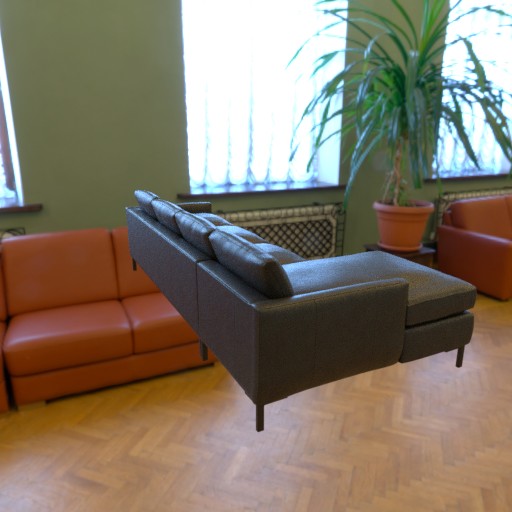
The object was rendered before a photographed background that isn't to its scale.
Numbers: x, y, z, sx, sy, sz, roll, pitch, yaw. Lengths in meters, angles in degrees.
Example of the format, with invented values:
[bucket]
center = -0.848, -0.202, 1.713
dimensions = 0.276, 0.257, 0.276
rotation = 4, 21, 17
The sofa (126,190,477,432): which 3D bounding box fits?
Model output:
[sofa]
center = 0.000, 0.000, 3.573
dimensions = 1.471, 0.859, 2.993
rotation = -8, 18, -26
